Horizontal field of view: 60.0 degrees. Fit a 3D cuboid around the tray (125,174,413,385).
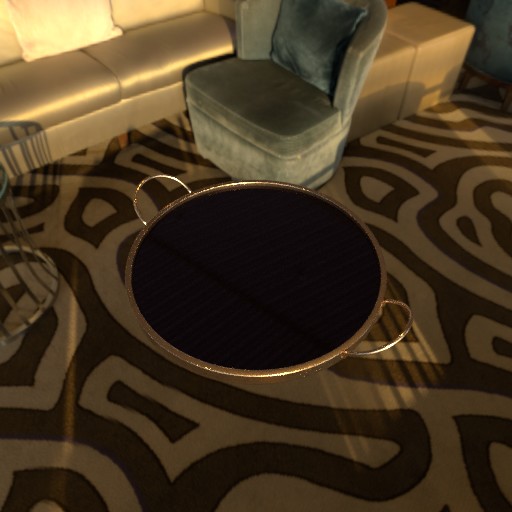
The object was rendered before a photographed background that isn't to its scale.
[{"bbox_3d":[0.000,0.000,0.752,0.543,0.069,0.438,31,54,25],"label":"tray"}]
